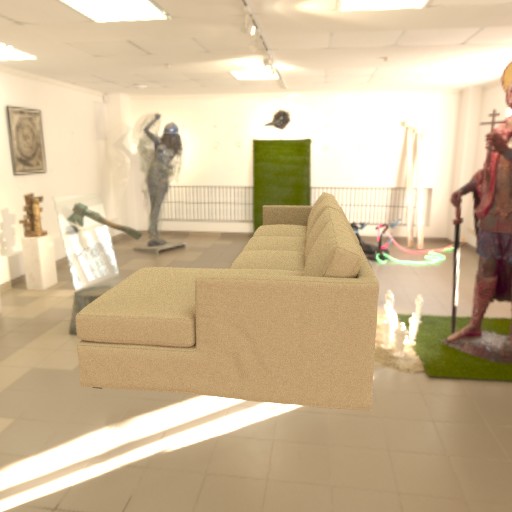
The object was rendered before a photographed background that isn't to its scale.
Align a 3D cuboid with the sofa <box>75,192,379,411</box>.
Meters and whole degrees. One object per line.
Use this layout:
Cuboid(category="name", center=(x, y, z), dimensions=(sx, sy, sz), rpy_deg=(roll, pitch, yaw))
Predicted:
Cuboid(category="sofa", center=(0.000, 0.000, 3.818), dimensions=(1.622, 0.867, 3.177), rpy_deg=(2, 13, 7))
